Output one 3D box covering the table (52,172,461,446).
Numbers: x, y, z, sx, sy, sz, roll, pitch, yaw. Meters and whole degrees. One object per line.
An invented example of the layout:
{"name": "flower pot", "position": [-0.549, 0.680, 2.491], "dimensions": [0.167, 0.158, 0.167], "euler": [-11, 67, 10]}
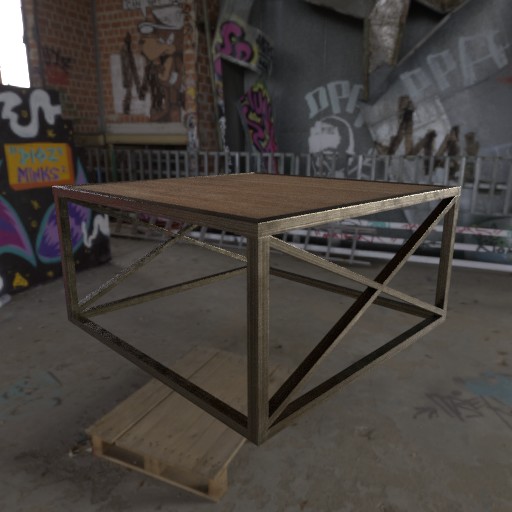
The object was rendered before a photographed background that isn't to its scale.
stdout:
{"name": "table", "position": [0.000, 0.000, 1.441], "dimensions": [0.909, 0.451, 0.899], "euler": [14, 20, 43]}
